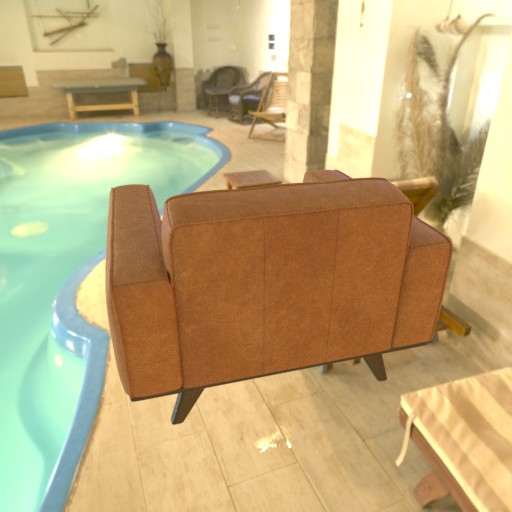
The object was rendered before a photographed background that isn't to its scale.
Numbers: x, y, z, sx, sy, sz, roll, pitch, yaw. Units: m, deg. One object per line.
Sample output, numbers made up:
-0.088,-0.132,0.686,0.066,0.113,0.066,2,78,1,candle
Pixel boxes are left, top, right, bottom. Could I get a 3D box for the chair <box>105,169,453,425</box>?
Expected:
0.000,0.000,1.772,1.118,0.782,0.952,-7,27,-14,chair
